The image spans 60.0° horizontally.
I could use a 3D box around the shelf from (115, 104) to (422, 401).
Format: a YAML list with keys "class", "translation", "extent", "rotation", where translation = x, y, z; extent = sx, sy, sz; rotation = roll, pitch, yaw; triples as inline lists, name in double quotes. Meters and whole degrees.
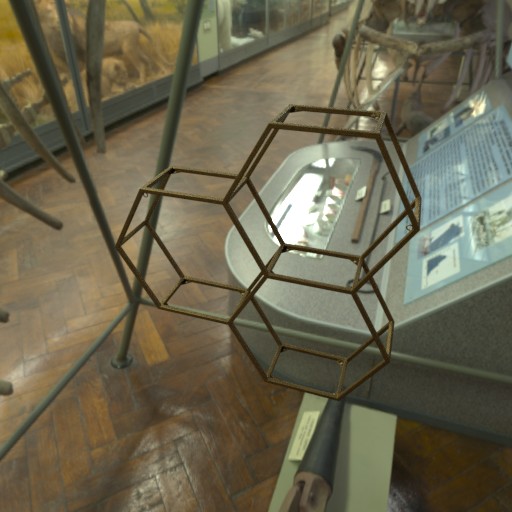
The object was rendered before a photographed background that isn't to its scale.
- class: "shelf"
  translation: [0.000, 0.000, 1.091]
  extent: [0.708, 0.701, 0.150]
  rotation: [10, 34, 16]
